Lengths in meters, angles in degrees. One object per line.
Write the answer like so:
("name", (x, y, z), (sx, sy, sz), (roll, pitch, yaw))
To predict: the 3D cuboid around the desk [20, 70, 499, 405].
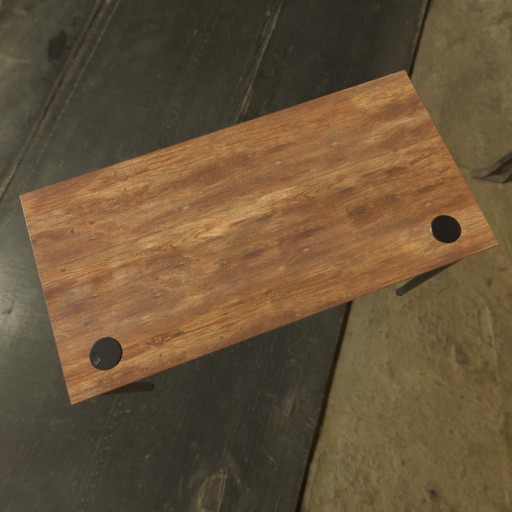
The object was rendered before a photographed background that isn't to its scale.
("desk", (0.000, 0.000, 1.588), (1.200, 0.749, 0.600), (-20, 75, -5))
